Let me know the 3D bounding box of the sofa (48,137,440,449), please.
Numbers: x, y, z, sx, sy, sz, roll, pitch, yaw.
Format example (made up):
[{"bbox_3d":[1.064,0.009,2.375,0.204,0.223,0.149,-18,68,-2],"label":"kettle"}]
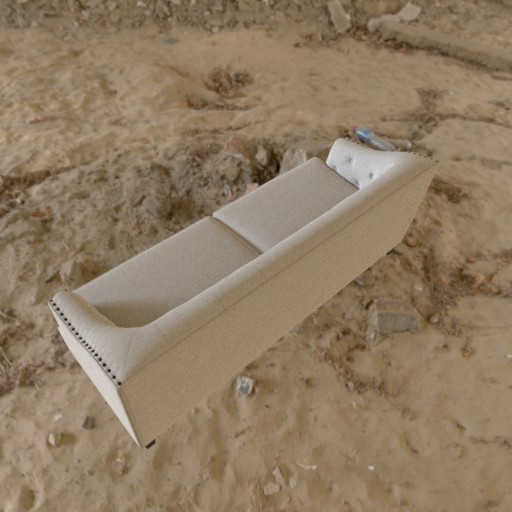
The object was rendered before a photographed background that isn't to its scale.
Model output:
[{"bbox_3d":[0.000,0.000,2.694,2.235,0.901,0.914,-33,54,-28],"label":"sofa"}]
